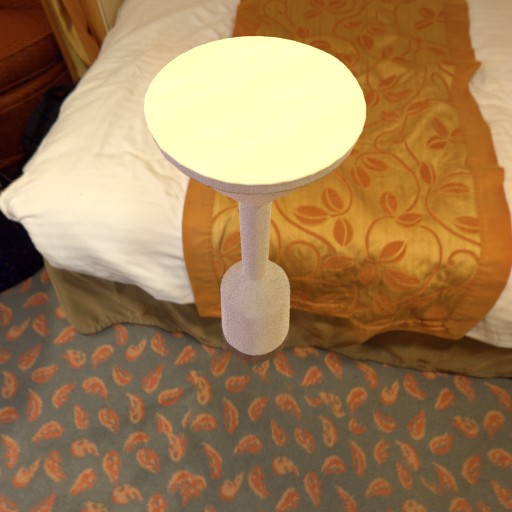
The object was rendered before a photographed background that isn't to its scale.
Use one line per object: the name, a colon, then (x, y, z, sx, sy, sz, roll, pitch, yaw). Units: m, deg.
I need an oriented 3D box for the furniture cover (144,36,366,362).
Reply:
furniture cover: (0.000, 0.000, 2.839, 0.914, 2.413, 0.914, -33, 63, -19)
